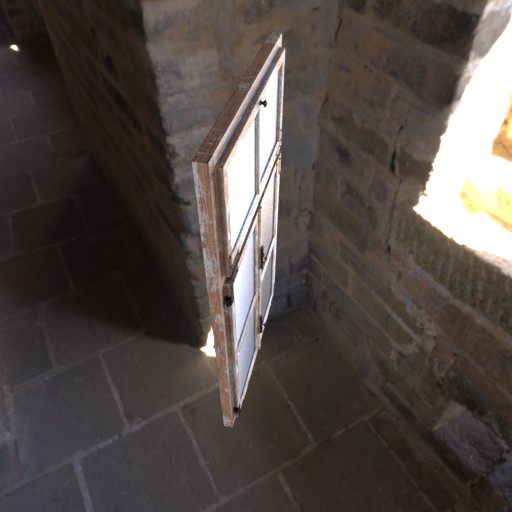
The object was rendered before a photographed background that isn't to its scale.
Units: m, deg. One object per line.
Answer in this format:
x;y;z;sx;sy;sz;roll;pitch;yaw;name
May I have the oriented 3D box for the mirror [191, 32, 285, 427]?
0.000;0.000;1.527;0.083;1.213;0.707;10;47;10;mirror
